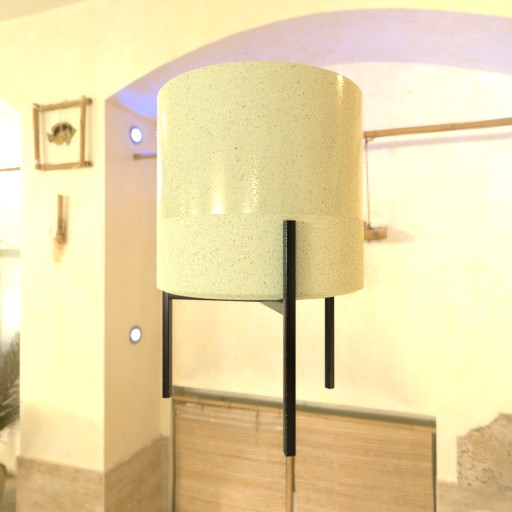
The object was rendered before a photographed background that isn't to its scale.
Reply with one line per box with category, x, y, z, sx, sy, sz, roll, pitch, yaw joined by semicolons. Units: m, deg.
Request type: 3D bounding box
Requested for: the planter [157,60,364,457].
planter;0.000;0.000;0.336;0.159;0.230;0.152;0;0;19
